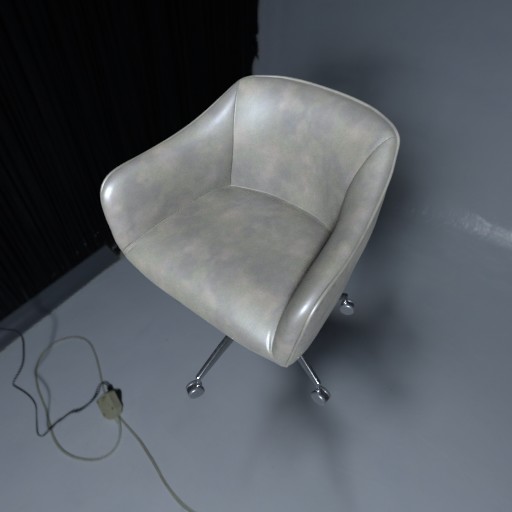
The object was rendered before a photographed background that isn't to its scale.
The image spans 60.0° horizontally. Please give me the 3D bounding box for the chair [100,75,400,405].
[{"bbox_3d":[0.000,0.000,1.348,0.713,0.827,0.689,30,53,26],"label":"chair"}]
